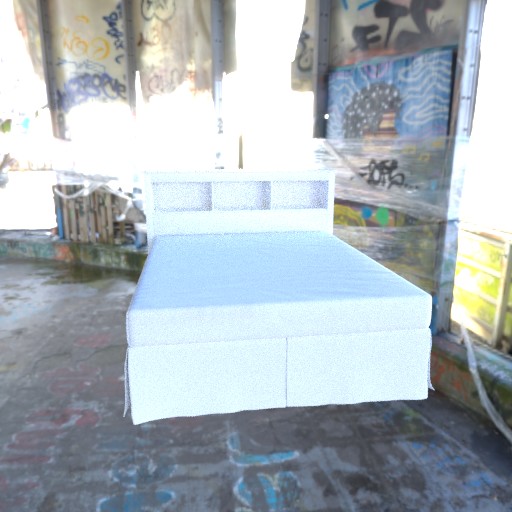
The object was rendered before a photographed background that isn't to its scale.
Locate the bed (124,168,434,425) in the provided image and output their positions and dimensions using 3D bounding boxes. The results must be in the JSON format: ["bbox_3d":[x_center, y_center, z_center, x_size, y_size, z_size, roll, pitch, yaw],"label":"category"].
[{"bbox_3d":[0.000,0.000,3.115,1.671,1.092,2.133,-2,14,-8],"label":"bed"}]
